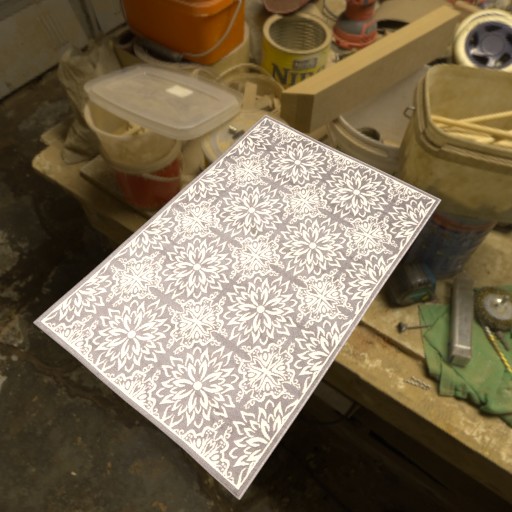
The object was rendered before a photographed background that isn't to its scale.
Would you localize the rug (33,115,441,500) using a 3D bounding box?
[{"bbox_3d":[0.000,0.000,2.278,1.224,0.012,1.847,32,62,19],"label":"rug"}]
